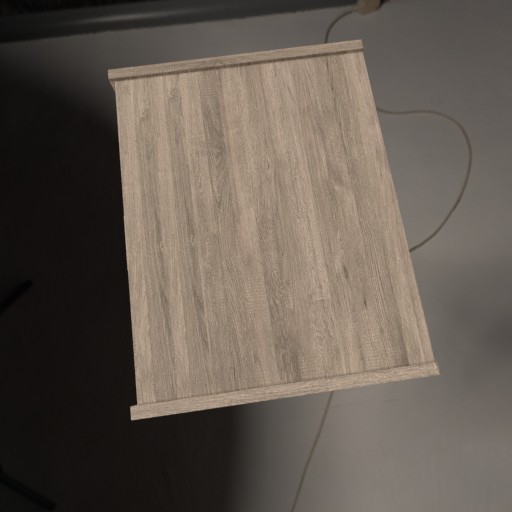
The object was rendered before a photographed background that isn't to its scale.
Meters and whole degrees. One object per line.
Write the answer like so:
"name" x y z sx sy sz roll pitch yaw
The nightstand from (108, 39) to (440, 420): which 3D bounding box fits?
"nightstand" 0.000 0.000 0.827 0.380 0.500 0.480 -8 76 -2
